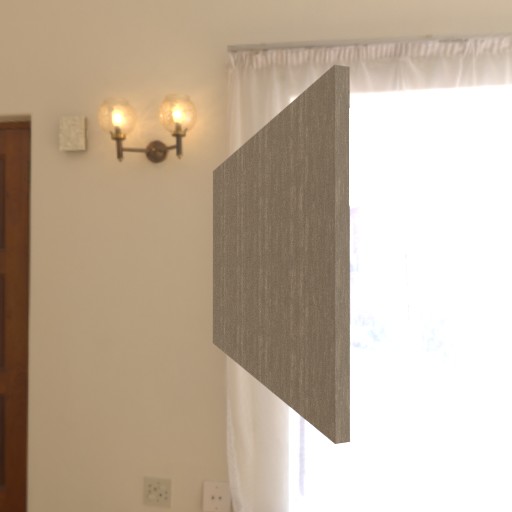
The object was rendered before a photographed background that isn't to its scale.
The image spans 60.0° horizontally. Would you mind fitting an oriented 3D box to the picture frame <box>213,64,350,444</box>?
[{"bbox_3d":[0.000,0.000,1.204,0.029,0.640,0.950,0,-1,-18],"label":"picture frame"}]
